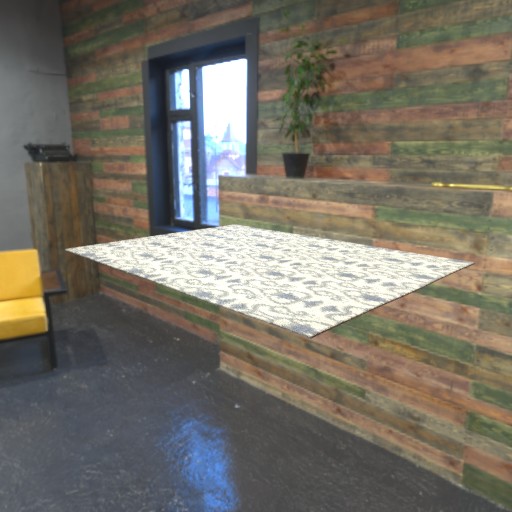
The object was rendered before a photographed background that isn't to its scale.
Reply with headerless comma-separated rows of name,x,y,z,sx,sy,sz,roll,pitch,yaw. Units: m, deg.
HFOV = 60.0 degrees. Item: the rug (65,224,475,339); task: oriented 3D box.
rug,0.000,0.000,3.014,1.676,0.013,2.261,-12,18,-43
